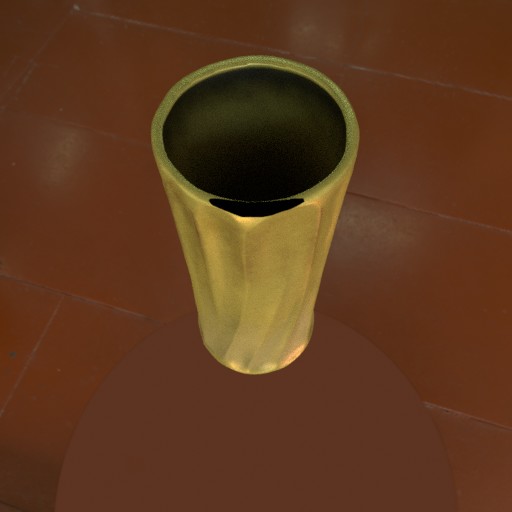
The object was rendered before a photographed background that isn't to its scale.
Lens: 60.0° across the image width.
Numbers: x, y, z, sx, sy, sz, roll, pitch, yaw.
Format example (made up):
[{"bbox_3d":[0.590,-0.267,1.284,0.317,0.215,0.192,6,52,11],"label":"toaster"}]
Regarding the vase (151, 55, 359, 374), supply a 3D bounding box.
[{"bbox_3d":[0.000,0.000,0.174,0.061,0.143,0.061,0,63,0],"label":"vase"}]
